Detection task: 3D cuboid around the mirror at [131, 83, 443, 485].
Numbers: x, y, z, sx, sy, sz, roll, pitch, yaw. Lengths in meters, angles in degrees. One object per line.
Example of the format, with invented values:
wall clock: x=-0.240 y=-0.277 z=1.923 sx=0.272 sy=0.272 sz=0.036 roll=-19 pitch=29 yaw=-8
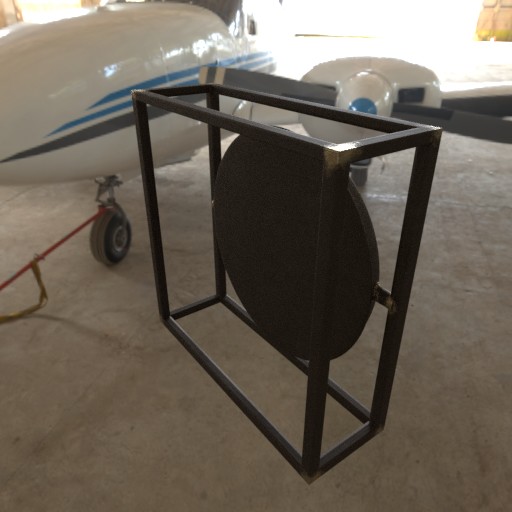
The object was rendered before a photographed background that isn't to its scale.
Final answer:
mirror: x=0.000 y=0.000 z=0.464 sx=0.107 sy=0.303 sz=0.306 roll=-19 pitch=34 yaw=-31
